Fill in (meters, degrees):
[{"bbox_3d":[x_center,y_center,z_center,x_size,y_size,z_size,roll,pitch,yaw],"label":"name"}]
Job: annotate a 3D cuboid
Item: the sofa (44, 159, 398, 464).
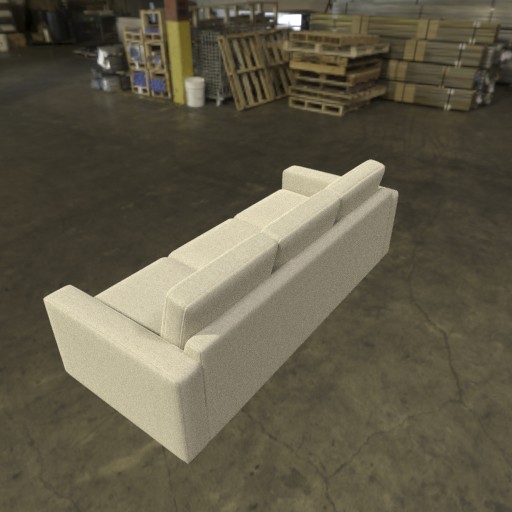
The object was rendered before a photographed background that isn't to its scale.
[{"bbox_3d":[0.000,0.000,2.640,0.900,0.800,2.160,21,38,30],"label":"sofa"}]
